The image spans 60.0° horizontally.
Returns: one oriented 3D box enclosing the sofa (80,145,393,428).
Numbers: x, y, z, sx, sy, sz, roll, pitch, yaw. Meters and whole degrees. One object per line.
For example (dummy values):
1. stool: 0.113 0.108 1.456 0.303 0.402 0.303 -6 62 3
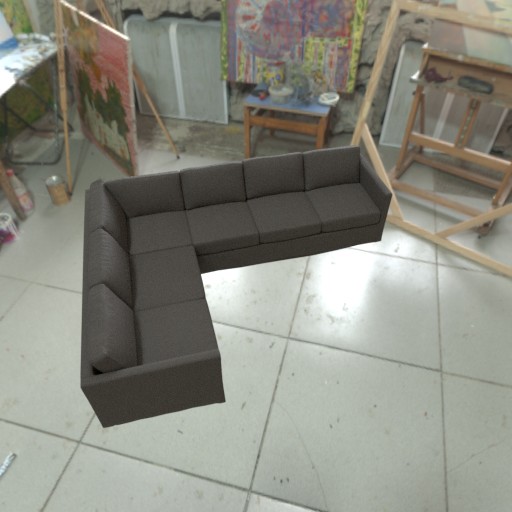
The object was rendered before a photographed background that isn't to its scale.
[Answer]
1. sofa: 0.000 0.000 4.388 3.182 0.871 2.432 -10 46 -10
